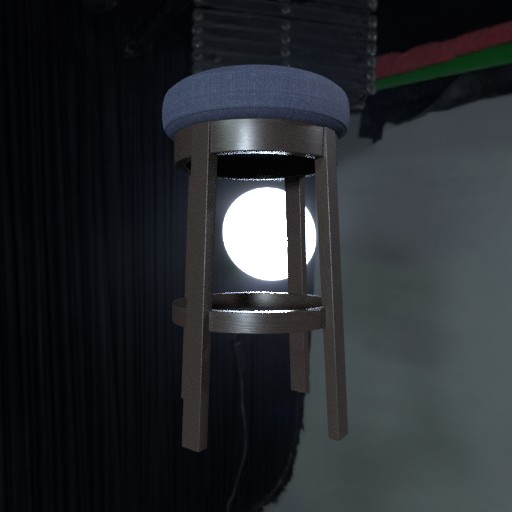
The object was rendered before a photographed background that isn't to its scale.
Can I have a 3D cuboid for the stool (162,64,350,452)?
[{"bbox_3d":[0.000,0.000,1.040,0.446,0.758,0.446,0,1,0],"label":"stool"}]
